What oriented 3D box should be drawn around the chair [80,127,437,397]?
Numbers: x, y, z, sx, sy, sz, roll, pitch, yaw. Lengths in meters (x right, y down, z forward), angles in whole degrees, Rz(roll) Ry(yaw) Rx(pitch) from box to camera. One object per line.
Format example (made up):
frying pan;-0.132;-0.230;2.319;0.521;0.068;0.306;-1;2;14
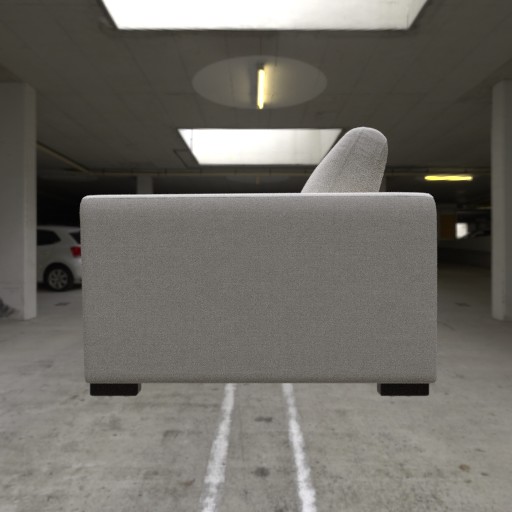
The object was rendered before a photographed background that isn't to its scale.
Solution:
chair;0.000;0.000;1.868;1.100;0.876;1.070;0;0;0
